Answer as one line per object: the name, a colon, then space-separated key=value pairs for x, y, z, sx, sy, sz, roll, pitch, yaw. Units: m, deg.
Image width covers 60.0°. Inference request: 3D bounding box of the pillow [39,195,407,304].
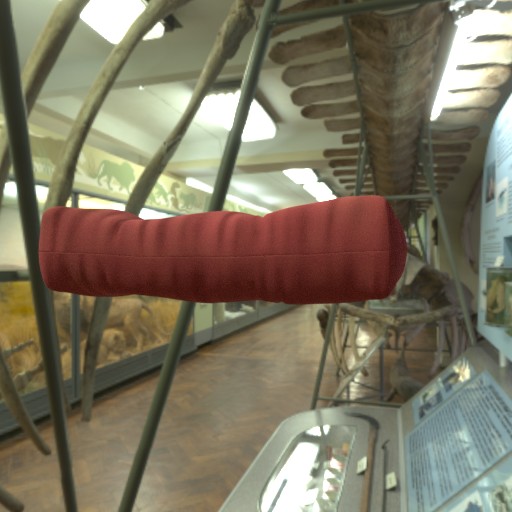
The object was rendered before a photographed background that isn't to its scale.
pillow: x=0.000 y=0.000 z=0.736 sx=0.468 sy=0.128 sz=0.490 roll=0 pitch=-1 yaw=18
